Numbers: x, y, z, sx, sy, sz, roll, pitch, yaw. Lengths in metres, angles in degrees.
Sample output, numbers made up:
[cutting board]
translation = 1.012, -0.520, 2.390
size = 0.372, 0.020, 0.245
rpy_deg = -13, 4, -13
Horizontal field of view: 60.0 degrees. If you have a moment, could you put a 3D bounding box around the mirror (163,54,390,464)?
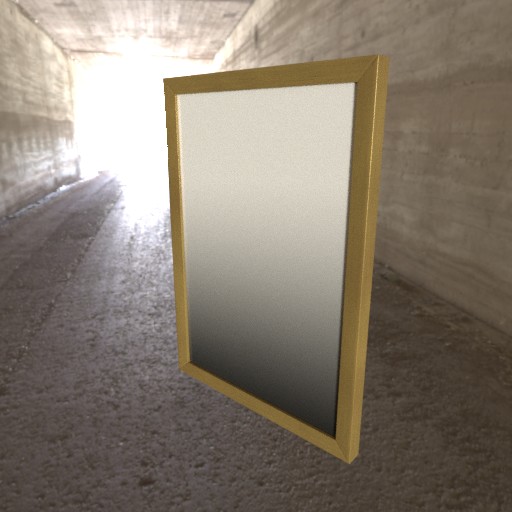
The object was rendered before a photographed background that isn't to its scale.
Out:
[mirror]
translation = 0.000, 0.000, 0.911
size = 0.507, 0.710, 0.040
rpy_deg = 14, 22, 40
